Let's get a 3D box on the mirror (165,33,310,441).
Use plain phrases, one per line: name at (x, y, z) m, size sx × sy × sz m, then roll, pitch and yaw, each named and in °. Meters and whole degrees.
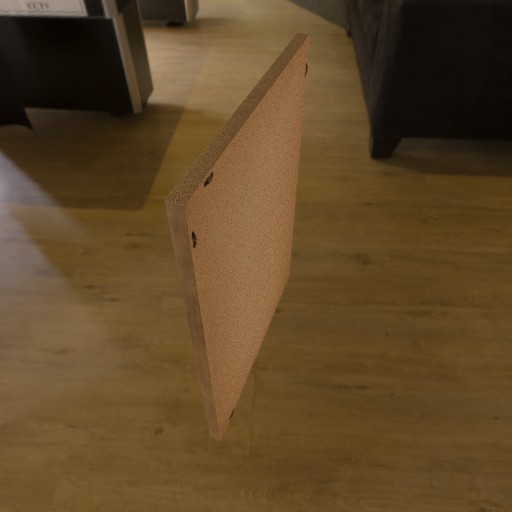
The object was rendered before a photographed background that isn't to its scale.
mirror at (0.000, 0.000, 1.338) m, size 0.041 × 1.016 × 0.762 m, roll 15°, pitch 49°, yaw 14°
